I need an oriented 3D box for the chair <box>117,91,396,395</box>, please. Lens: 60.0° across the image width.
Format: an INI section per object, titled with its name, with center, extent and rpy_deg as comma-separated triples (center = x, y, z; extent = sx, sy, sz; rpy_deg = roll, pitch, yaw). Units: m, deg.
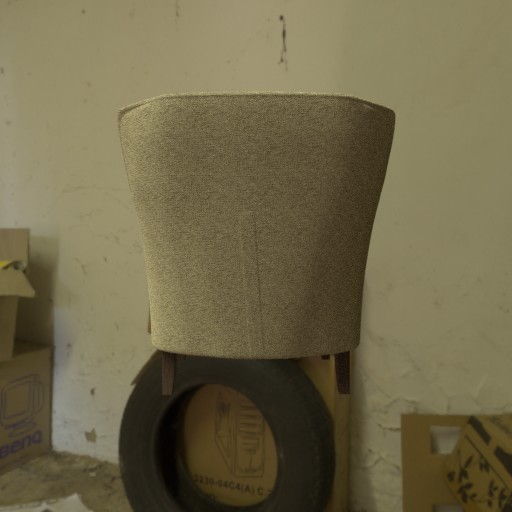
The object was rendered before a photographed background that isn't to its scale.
[chair]
center = 0.000, 0.000, 1.643
extent = 0.820, 0.920, 0.910
rpy_deg = 0, 0, -1
